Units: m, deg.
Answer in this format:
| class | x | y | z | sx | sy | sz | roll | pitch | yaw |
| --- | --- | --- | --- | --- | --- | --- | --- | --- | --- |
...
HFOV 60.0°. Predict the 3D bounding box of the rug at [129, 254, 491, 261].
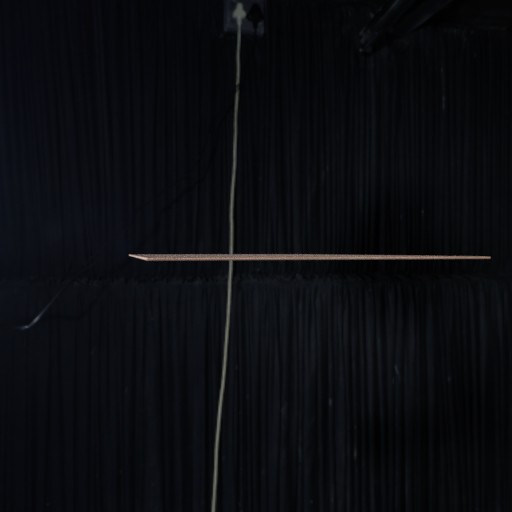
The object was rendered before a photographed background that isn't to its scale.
| class | x | y | z | sx | sy | sz | roll | pitch | yaw |
| --- | --- | --- | --- | --- | --- | --- | --- | --- | --- |
| rug | 0.000 | 0.000 | 2.870 | 1.524 | 0.011 | 2.286 | 0 | 1 | -17 |
